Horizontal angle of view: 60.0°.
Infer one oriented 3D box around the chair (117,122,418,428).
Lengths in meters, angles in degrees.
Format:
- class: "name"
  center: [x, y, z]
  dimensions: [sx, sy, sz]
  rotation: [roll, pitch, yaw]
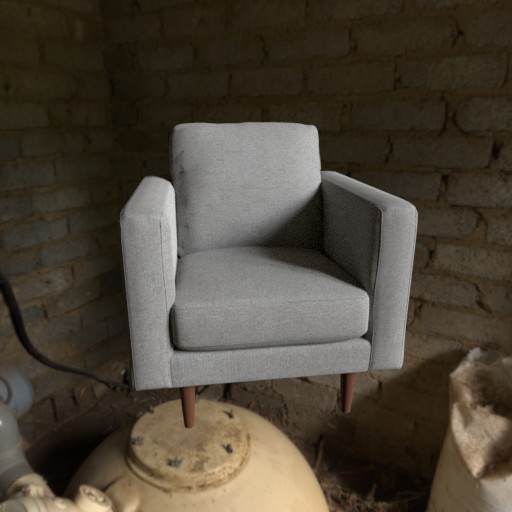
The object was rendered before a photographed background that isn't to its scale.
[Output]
- class: "chair"
  center: [0.000, 0.000, 1.618]
  dimensions: [0.855, 0.927, 0.800]
  rotation: [-3, 18, -8]
